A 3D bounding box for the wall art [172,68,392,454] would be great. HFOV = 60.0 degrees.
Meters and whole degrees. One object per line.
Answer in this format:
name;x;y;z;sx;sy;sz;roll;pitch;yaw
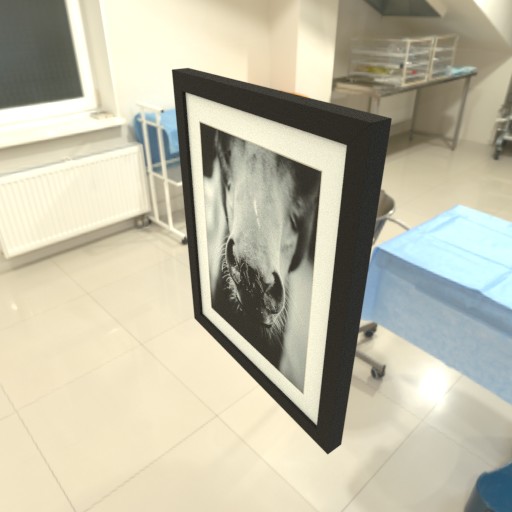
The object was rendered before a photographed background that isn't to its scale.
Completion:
wall art;0.000;0.000;0.561;0.024;0.404;0.329;-21;37;-31
